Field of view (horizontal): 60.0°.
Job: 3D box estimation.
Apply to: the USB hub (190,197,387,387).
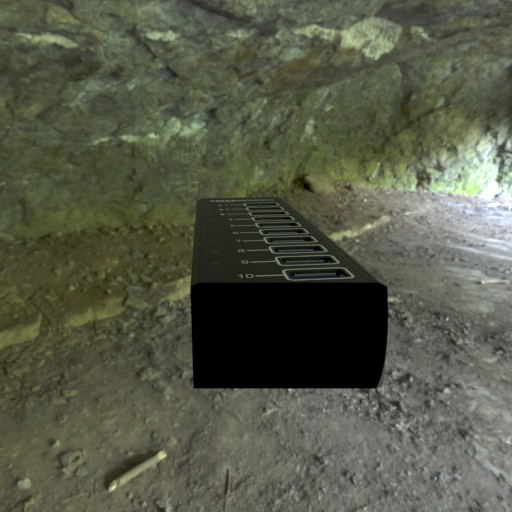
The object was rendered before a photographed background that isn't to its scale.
[{"bbox_3d":[0.000,0.000,0.164,0.044,0.023,0.145,-2,16,-6],"label":"USB hub"}]
